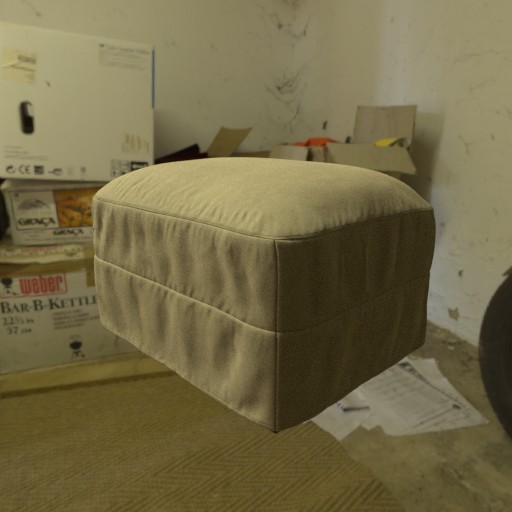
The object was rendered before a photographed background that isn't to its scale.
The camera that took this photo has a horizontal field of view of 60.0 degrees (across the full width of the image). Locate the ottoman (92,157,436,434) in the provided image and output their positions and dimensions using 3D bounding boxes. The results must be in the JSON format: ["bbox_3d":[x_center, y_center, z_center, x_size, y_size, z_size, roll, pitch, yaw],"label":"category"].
[{"bbox_3d":[0.000,0.000,1.111,0.584,0.480,0.712,-15,21,-43],"label":"ottoman"}]
